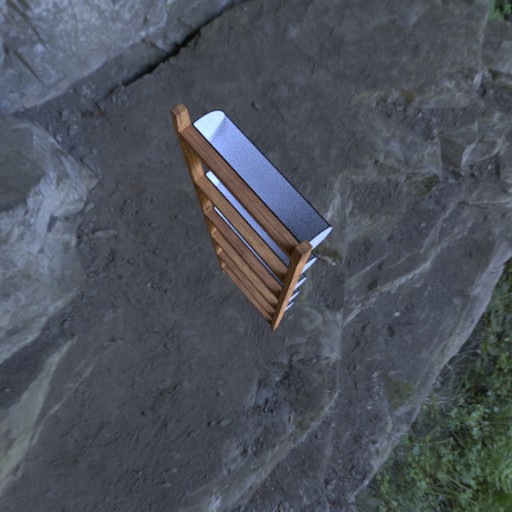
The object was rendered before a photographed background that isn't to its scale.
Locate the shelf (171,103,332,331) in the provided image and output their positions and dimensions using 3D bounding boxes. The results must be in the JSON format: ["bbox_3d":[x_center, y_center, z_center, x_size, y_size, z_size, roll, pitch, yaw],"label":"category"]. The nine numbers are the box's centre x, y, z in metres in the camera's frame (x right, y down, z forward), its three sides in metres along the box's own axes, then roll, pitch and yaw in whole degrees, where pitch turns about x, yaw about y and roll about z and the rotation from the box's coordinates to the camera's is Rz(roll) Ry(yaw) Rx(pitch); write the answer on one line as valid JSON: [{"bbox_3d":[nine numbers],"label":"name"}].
[{"bbox_3d":[0.000,0.000,1.755,0.141,1.600,0.454,-39,78,-10],"label":"shelf"}]
